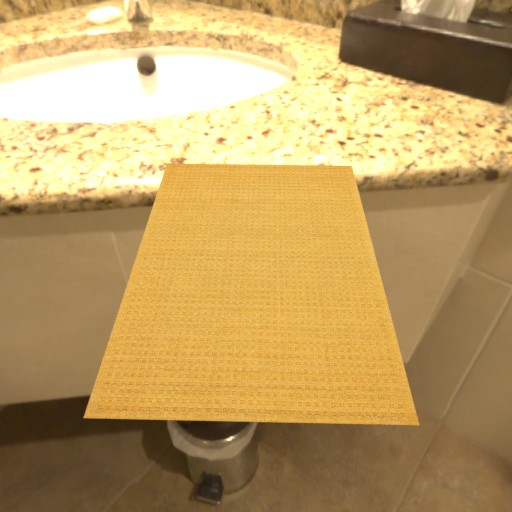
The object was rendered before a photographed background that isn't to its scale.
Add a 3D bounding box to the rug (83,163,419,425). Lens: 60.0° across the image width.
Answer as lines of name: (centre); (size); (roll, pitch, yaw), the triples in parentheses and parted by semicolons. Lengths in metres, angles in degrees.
rug: (0.000, 0.000, 3.681); (1.981, 0.006, 2.895); (1, 42, 1)
